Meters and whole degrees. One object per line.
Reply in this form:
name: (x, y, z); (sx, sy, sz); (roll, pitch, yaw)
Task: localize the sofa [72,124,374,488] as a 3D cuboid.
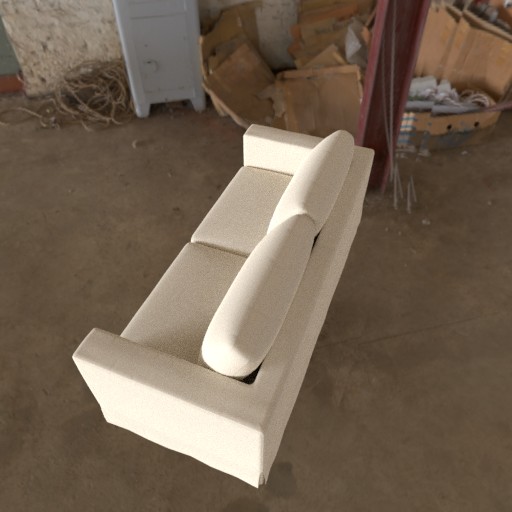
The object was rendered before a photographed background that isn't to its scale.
sofa: (0.000, 0.000, 2.685); (0.954, 0.881, 2.163); (16, 49, 15)
